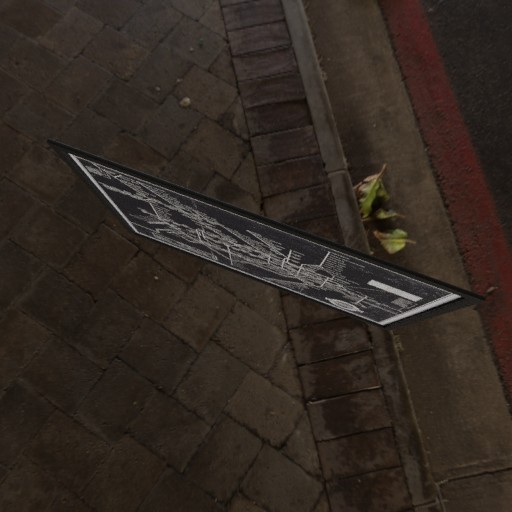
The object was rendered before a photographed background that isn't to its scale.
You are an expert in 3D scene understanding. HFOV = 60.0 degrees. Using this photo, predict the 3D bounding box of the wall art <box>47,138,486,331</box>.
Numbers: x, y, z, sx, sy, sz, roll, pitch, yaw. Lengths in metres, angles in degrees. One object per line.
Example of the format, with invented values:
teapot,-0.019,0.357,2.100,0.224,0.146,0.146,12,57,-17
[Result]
wall art,0.000,0.000,1.519,1.192,0.811,0.013,20,76,5
